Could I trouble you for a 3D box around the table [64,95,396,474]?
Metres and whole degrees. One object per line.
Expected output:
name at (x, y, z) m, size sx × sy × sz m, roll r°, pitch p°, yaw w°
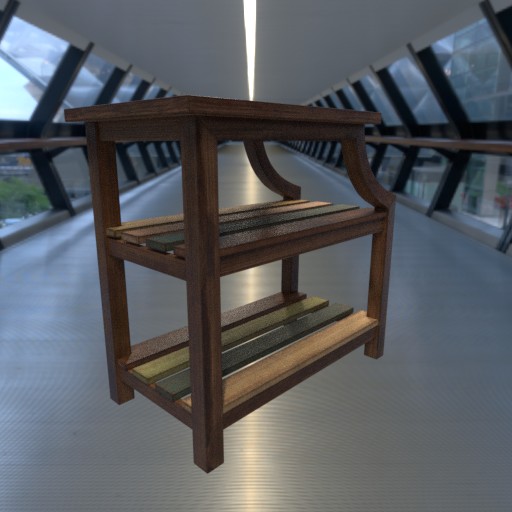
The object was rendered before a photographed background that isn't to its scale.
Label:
table at (0.000, 0.000, 0.947) m, size 0.356 × 0.584 × 0.609 m, roll 13°, pitch 20°, yaw 42°
